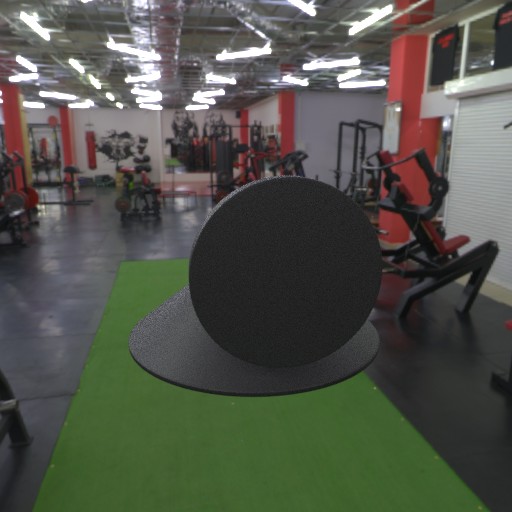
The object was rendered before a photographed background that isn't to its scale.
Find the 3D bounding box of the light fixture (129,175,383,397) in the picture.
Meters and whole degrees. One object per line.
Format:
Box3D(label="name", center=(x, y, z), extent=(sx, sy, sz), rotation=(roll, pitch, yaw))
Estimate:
Box3D(label="light fixture", center=(0.000, 0.000, 0.678), extent=(0.396, 0.265, 0.434), rotation=(-2, 14, -9))
